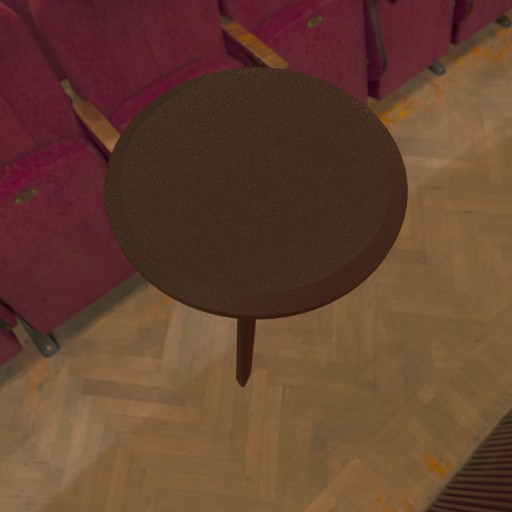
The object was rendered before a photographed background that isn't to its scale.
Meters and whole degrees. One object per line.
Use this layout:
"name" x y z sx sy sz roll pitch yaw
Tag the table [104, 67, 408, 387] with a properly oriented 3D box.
"table" 0.000 0.000 0.927 0.457 0.585 0.457 0 63 0
